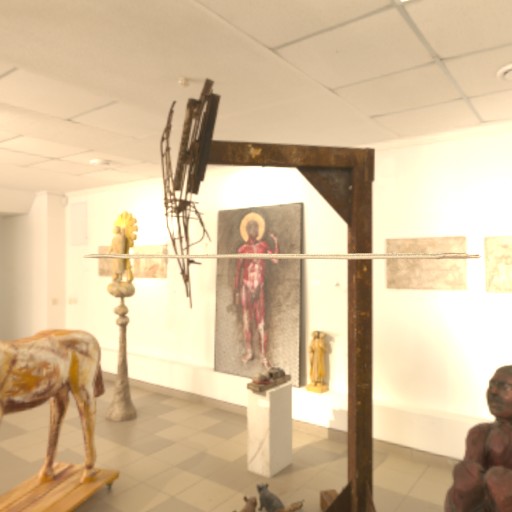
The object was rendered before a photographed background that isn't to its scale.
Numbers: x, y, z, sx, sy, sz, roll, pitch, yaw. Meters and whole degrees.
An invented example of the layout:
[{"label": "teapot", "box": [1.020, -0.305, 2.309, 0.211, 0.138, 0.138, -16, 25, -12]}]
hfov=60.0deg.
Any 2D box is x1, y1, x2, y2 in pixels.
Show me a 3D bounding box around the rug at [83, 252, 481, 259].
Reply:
[{"label": "rug", "box": [0.000, 0.000, 2.725, 2.381, 0.036, 0.831, 0, 0, 36]}]
